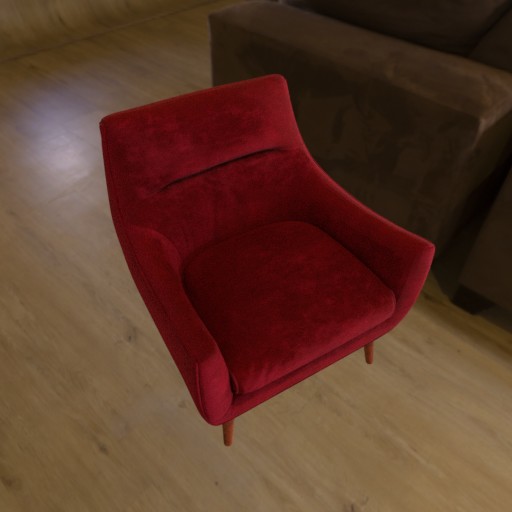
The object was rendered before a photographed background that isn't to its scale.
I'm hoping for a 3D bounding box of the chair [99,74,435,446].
[{"bbox_3d":[0.000,0.000,1.440,0.762,0.838,0.787,-22,49,-21],"label":"chair"}]
